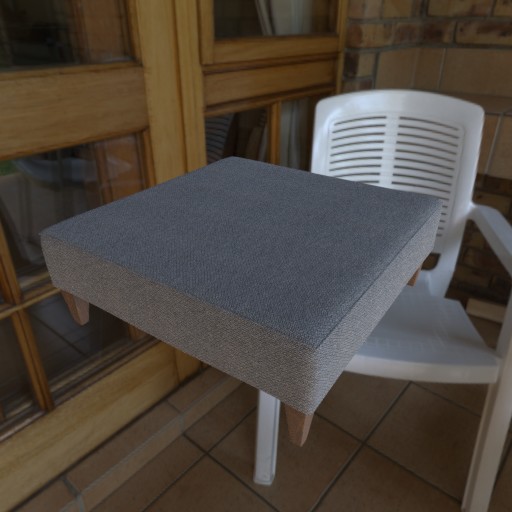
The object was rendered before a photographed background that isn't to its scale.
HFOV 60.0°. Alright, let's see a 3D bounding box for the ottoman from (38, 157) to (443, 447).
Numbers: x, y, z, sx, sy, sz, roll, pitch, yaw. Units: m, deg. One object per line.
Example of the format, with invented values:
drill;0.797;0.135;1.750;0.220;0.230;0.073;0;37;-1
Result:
ottoman;0.000;0.000;1.534;0.970;0.378;0.981;18;34;30
